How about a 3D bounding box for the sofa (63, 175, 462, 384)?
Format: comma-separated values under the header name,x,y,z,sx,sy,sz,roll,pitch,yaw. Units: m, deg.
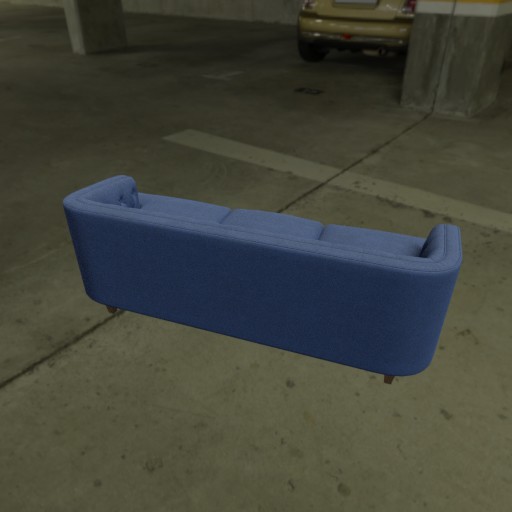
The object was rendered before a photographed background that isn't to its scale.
name,x,y,z,sx,sy,sz,roll,pitch,yaw
sofa,0.000,0.000,2.705,2.235,0.787,0.914,11,34,16
